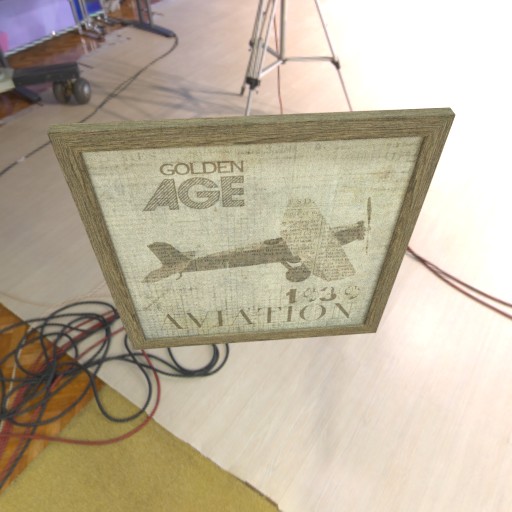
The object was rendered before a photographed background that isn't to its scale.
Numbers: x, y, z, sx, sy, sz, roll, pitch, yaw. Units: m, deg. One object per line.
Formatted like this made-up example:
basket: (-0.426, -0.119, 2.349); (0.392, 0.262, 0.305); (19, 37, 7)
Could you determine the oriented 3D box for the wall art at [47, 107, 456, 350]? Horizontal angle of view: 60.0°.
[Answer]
wall art: (0.000, 0.000, 0.743); (0.508, 0.508, 0.019); (-3, 48, -3)
